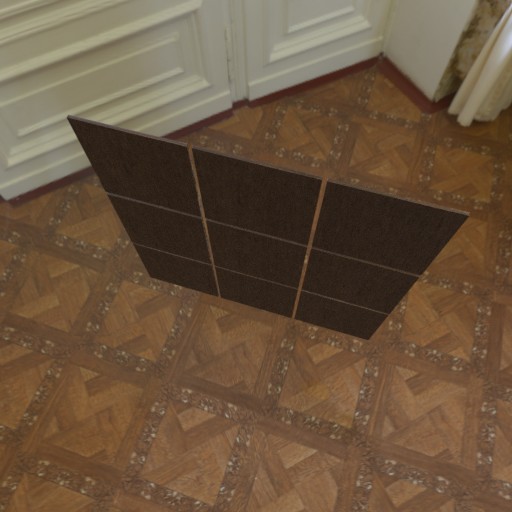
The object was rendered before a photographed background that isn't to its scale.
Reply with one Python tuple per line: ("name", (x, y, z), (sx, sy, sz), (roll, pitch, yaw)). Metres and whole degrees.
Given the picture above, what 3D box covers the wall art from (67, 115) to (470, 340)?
("wall art", (0.000, 0.000, 2.295), (1.527, 1.525, 0.014), (15, 64, 8))
